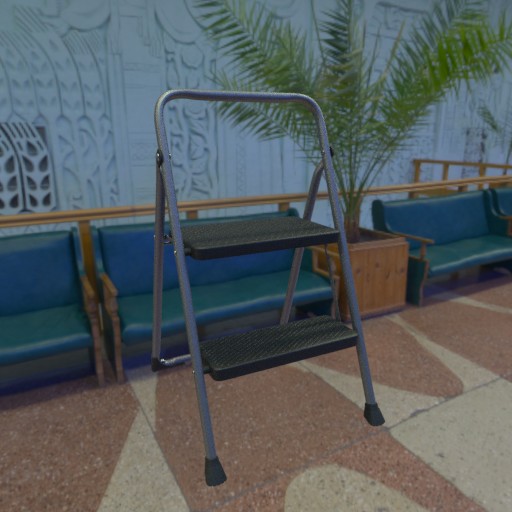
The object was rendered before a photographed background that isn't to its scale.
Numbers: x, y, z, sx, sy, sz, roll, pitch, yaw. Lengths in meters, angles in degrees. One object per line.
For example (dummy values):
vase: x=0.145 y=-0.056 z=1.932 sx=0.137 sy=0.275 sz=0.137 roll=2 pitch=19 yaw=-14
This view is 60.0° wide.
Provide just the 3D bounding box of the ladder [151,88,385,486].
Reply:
ladder: x=0.000 y=0.000 z=1.015 sx=0.430 sy=0.720 sz=0.472 roll=-8 pitch=18 yaw=-25
